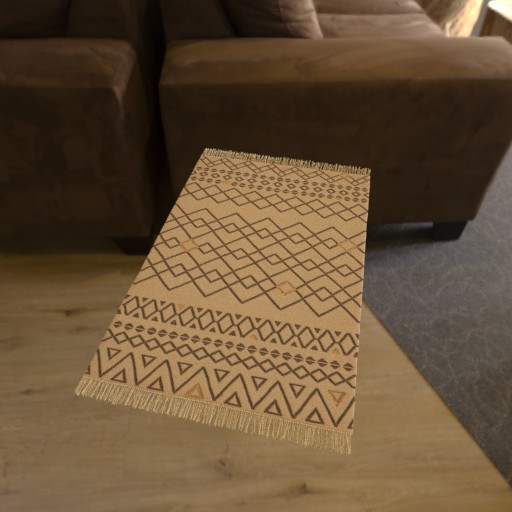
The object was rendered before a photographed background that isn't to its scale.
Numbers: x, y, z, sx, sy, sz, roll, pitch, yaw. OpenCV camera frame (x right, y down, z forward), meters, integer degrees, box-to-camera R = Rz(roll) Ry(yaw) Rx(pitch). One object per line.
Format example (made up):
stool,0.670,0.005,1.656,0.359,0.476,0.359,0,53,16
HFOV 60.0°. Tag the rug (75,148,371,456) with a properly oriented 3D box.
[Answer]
rug,0.000,0.000,2.550,1.224,0.028,2.023,9,47,9
